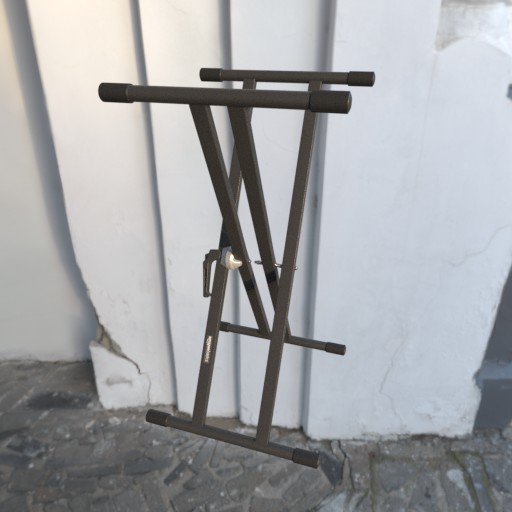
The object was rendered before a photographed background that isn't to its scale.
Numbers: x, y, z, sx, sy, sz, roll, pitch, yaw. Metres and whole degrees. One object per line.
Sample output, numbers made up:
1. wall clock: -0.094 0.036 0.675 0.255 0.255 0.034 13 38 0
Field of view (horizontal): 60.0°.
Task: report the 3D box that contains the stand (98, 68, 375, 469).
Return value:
1. stand: 0.000 0.000 1.195 0.495 0.900 0.503 8 28 16
